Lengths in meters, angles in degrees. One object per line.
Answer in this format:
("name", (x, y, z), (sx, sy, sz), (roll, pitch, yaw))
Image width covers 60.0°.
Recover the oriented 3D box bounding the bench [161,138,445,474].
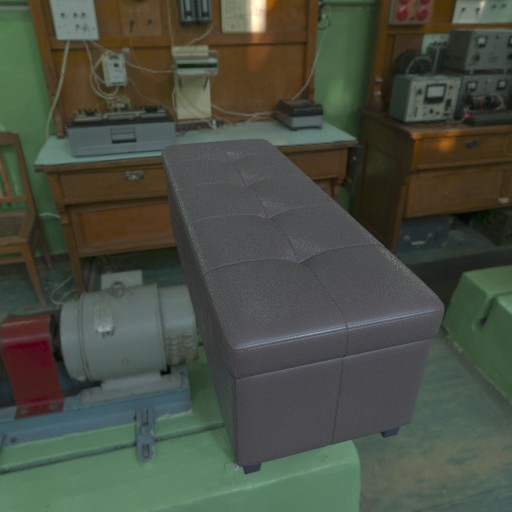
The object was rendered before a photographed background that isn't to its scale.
("bench", (0.000, 0.000, 1.394), (0.450, 0.417, 1.219), (-8, 31, -14))
